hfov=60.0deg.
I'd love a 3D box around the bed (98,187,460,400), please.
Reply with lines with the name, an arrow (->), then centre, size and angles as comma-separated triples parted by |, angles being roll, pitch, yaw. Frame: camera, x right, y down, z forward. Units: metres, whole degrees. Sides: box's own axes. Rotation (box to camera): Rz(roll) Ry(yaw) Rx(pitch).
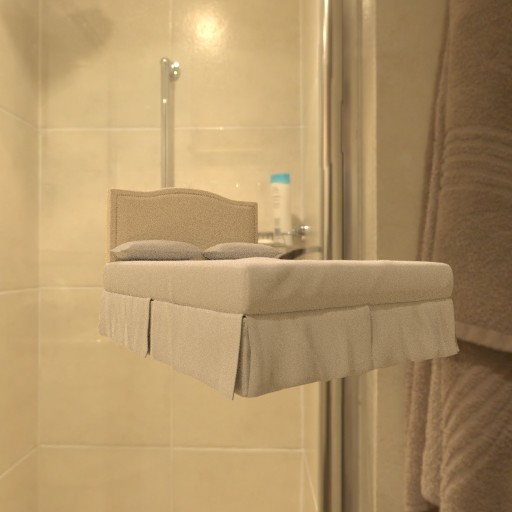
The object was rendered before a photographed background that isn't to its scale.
bed -> 0.000, 0.000, 3.650 | 1.977, 1.437, 2.477 | 0, -1, -36
